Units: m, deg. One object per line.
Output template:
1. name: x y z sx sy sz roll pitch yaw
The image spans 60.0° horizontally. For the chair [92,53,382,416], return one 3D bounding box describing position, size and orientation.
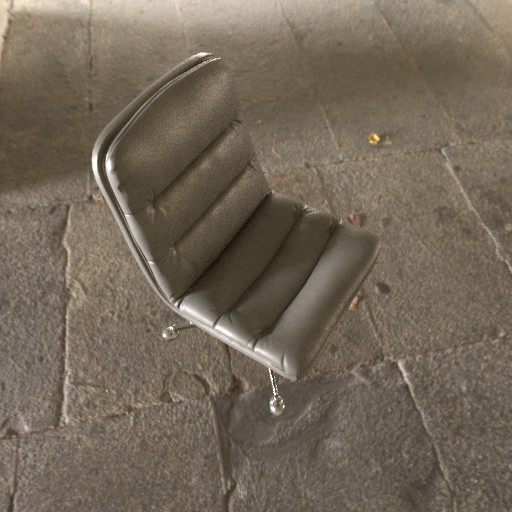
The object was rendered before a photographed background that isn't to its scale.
1. chair: 0.000 0.000 1.039 0.485 0.738 0.422 29 63 17
